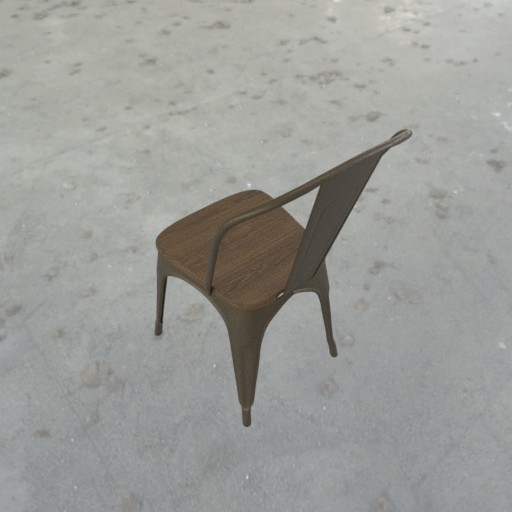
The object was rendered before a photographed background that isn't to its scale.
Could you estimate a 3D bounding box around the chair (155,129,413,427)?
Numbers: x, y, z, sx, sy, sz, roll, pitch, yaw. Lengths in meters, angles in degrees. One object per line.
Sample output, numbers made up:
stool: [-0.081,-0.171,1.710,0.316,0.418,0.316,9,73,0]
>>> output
chair: [0.000,0.000,1.142,0.451,0.844,0.532,-30,52,-27]
